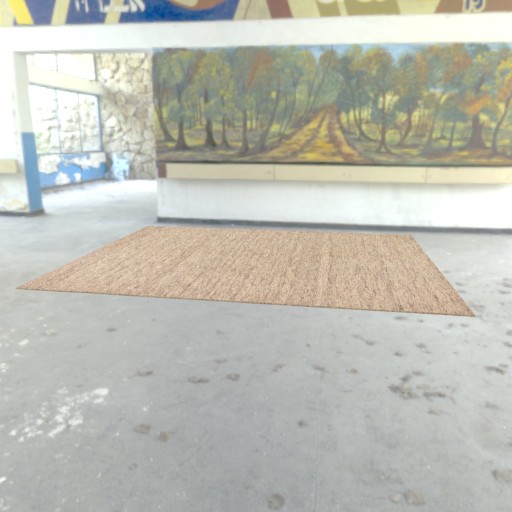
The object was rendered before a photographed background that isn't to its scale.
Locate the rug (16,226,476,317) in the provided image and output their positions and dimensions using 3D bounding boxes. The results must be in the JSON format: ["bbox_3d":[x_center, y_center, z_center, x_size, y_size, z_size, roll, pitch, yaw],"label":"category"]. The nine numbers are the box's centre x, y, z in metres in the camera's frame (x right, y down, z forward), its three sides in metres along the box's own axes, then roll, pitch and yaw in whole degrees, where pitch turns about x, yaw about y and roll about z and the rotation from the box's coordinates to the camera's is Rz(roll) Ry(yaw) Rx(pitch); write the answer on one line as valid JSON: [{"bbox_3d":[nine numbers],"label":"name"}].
[{"bbox_3d":[0.000,0.000,4.193,3.205,0.013,2.448,2,15,9],"label":"rug"}]
